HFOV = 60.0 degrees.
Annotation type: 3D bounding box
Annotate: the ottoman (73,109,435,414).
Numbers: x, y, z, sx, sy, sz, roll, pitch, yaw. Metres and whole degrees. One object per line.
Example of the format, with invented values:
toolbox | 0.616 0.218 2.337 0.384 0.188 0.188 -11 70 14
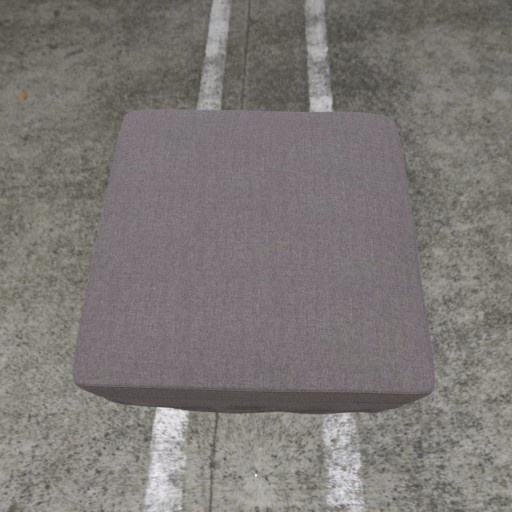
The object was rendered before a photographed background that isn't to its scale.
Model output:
ottoman | 0.000 0.000 1.309 0.843 0.436 0.840 1 64 1
